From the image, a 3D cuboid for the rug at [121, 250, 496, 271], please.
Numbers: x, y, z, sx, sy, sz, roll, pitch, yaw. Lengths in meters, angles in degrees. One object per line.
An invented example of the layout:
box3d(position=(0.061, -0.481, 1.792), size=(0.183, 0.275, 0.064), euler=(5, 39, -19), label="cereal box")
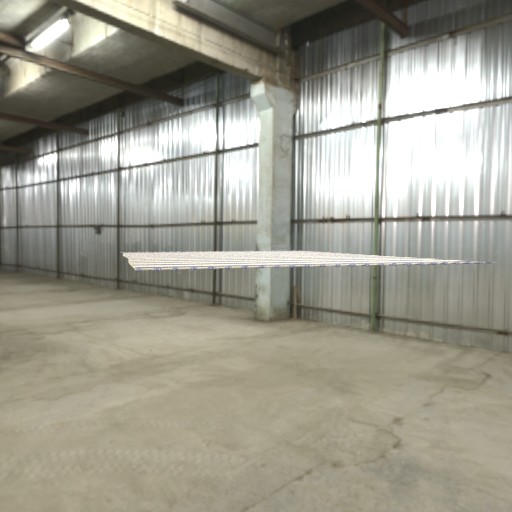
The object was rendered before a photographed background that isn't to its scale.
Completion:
box3d(position=(0.000, 0.000, 4.345), size=(2.471, 0.016, 3.416), euler=(-1, 2, -18), label="rug")
